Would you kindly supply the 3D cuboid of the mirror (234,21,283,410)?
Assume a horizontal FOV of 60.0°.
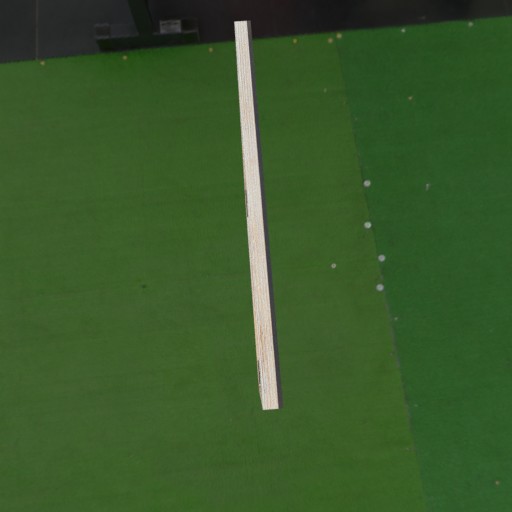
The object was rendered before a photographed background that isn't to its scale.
[{"bbox_3d":[0.000,0.000,1.211,0.032,0.882,0.730,-4,75,-1],"label":"mirror"}]
